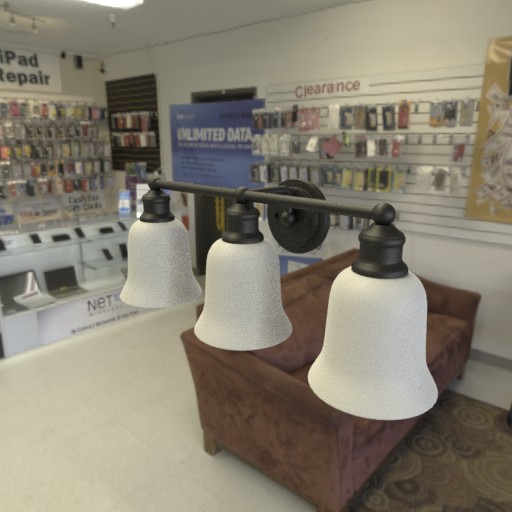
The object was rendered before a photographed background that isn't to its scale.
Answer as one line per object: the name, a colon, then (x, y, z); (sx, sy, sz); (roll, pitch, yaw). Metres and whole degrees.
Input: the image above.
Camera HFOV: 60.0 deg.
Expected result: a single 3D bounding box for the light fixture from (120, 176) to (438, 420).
light fixture: (0.000, 0.000, 0.649); (0.570, 0.211, 0.198); (15, 21, 42)
